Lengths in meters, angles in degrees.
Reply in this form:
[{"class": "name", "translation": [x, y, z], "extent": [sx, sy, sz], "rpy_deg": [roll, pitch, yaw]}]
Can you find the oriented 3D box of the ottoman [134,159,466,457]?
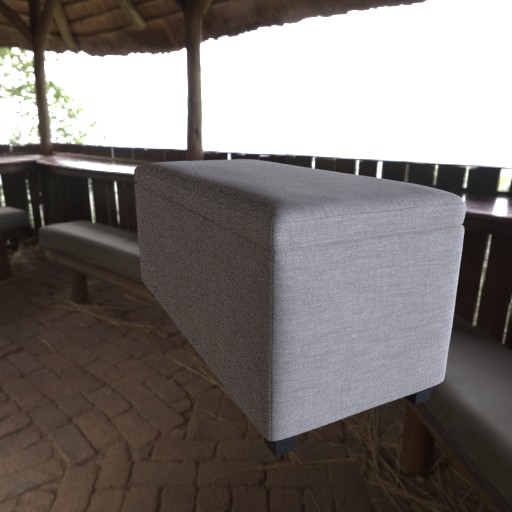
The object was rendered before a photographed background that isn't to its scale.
[{"class": "ottoman", "translation": [0.000, 0.000, 1.116], "extent": [0.419, 0.432, 0.902], "rpy_deg": [-8, 18, -26]}]
